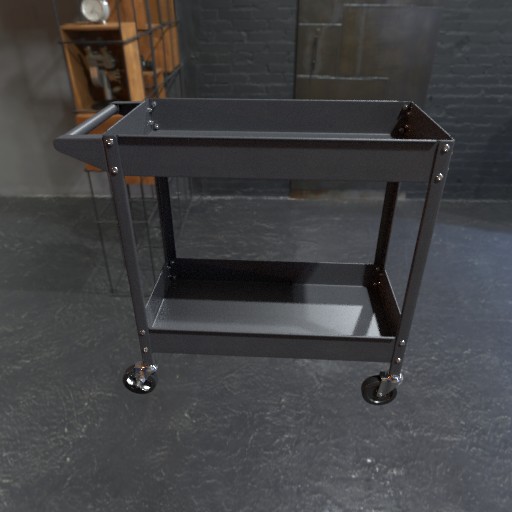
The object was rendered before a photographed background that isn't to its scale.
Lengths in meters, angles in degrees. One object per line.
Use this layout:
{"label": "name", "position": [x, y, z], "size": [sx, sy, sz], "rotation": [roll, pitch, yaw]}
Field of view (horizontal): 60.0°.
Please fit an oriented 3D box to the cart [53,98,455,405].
{"label": "cart", "position": [0.000, 0.000, 1.160], "size": [0.779, 0.719, 0.366], "rotation": [2, 31, 3]}
